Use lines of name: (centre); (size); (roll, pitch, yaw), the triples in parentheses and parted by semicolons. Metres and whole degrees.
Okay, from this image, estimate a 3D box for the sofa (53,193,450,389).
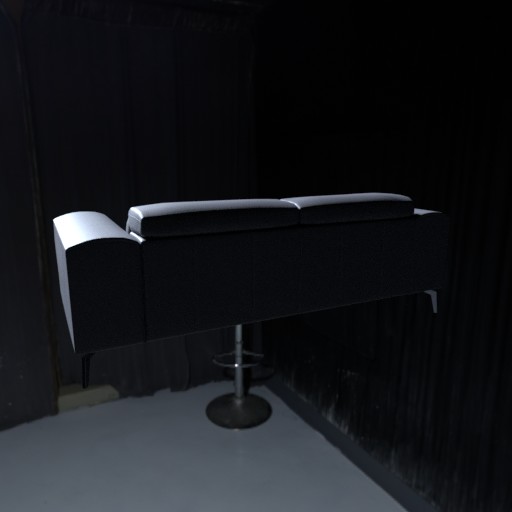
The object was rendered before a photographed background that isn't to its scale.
sofa: (0.000, 0.000, 2.853); (2.330, 0.814, 1.048); (-6, 14, -26)
